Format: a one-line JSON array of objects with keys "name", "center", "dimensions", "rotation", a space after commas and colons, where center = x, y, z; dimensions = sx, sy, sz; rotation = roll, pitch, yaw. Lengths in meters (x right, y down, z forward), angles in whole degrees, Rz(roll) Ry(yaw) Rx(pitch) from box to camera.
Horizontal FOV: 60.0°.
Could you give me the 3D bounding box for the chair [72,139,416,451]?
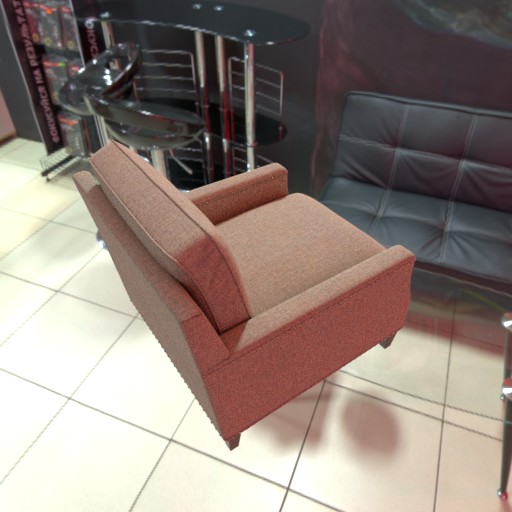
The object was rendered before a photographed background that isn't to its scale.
[{"name": "chair", "center": [0.000, 0.000, 1.740], "dimensions": [1.014, 0.943, 0.853], "rotation": [-24, 46, -26]}]
